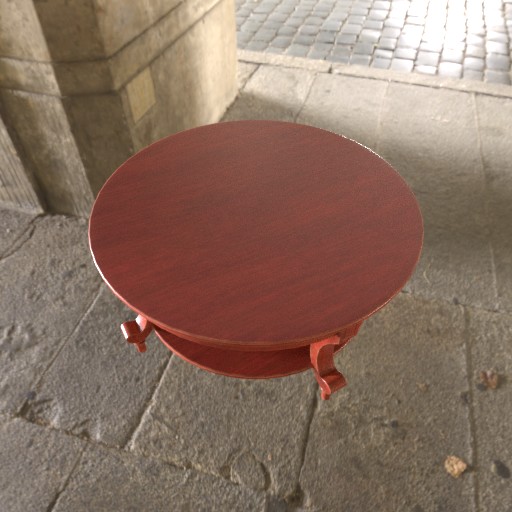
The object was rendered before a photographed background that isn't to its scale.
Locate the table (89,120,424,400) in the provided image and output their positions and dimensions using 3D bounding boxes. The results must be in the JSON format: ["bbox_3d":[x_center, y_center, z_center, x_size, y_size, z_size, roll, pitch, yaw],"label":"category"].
[{"bbox_3d":[0.000,0.000,1.573,1.029,0.486,1.029,0,47,0],"label":"table"}]
